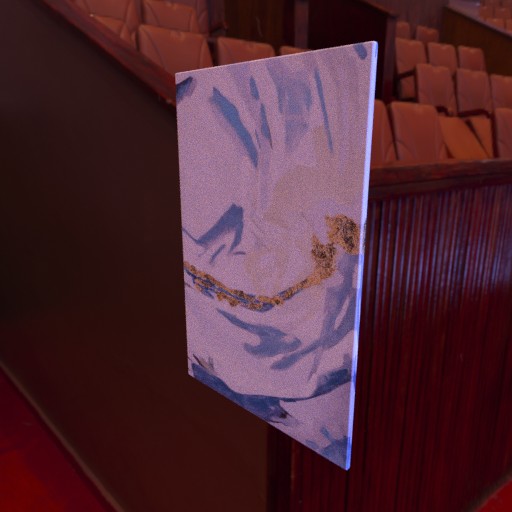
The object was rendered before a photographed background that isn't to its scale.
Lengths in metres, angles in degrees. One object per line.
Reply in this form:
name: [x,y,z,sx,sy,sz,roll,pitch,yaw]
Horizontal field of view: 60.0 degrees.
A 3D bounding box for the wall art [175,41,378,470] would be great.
wall art: [0.000,0.000,1.120,0.016,0.914,0.610,-15,21,-43]
